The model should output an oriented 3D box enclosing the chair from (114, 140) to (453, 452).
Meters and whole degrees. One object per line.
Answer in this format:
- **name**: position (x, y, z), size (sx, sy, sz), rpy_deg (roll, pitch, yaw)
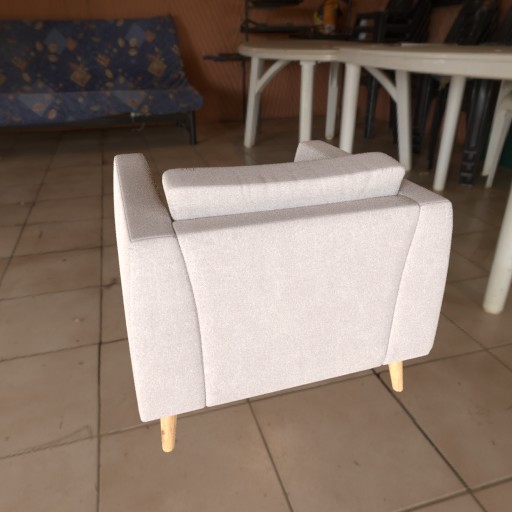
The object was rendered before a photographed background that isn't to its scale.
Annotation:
- **chair**: position (0.000, 0.000, 1.692), size (1.000, 0.860, 0.930), rpy_deg (-8, 28, -16)
